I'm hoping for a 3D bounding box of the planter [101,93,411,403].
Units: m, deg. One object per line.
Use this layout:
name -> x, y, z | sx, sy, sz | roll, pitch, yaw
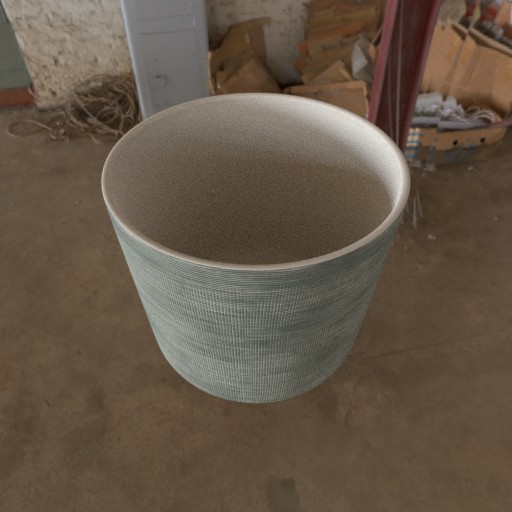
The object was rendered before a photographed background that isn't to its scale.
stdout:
planter -> 0.000, 0.000, 0.789 | 0.440, 0.398, 0.440 | 0, 45, 0
